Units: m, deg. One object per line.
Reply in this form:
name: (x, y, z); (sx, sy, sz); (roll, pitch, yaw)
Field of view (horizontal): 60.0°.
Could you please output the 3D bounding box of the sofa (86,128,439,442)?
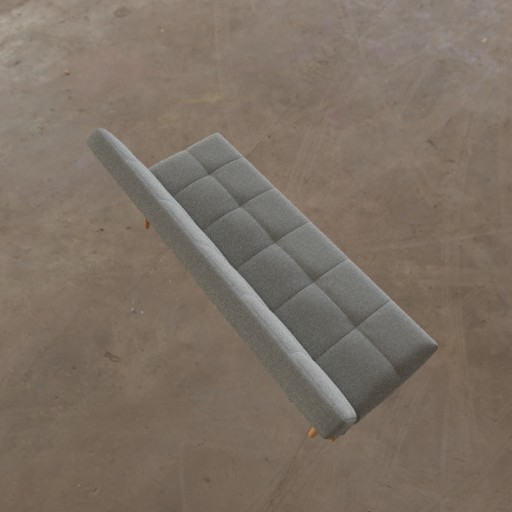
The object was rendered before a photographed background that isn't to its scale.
sofa: (0.000, 0.000, 2.282); (0.800, 0.800, 1.820); (-33, 64, -19)
